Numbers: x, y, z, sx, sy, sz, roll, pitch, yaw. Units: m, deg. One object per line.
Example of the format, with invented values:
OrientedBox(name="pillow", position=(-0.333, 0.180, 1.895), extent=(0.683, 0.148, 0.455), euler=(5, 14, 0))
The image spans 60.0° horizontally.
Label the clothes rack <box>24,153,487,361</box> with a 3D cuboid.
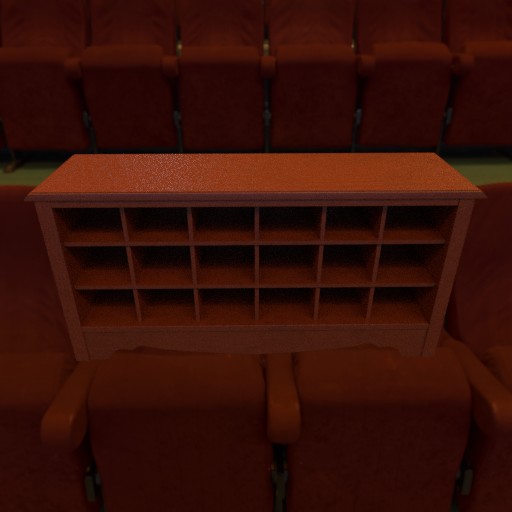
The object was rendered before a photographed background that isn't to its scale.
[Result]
OrientedBox(name="clothes rack", position=(0.000, 0.000, 1.492), extent=(1.251, 0.594, 0.362), euler=(0, 30, -1))
